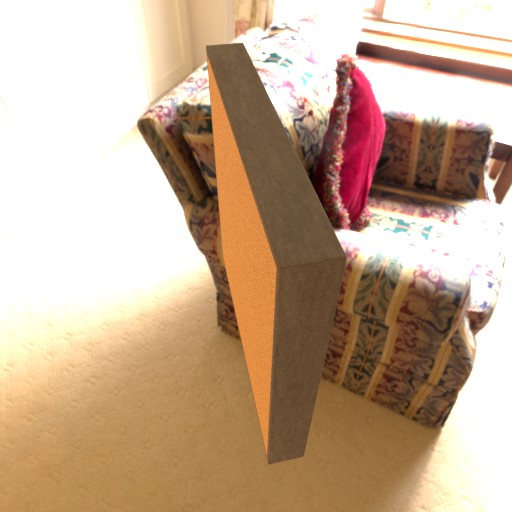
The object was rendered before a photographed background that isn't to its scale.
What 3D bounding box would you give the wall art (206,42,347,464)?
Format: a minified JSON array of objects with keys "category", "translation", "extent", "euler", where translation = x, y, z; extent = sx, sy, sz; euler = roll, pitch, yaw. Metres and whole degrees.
[{"category":"wall art","translation":[0.000,0.000,0.449],"extent":[0.038,0.302,0.303],"euler":[-9,47,-8]}]
